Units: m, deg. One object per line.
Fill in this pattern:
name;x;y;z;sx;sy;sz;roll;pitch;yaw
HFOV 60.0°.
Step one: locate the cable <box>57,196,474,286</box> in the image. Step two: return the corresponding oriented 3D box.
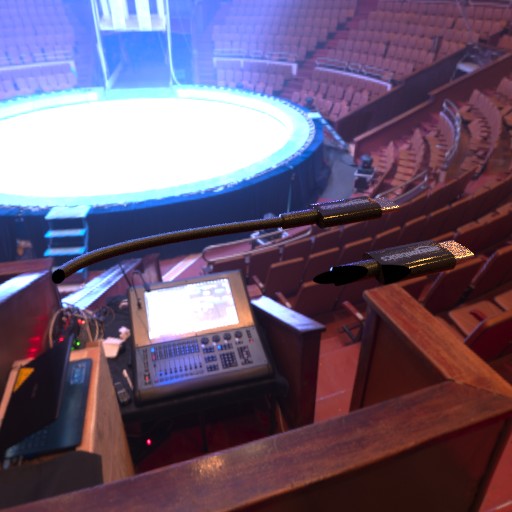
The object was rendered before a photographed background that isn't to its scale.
cable;0.000;0.000;0.108;0.098;0.005;0.041;-11;32;-17
